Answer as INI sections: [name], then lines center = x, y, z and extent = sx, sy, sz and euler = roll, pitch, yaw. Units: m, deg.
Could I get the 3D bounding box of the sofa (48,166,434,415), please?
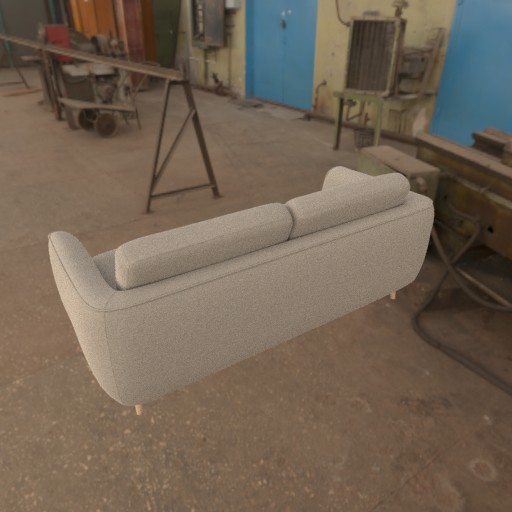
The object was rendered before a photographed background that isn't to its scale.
[sofa]
center = 0.000, 0.000, 2.460
extent = 2.000, 0.850, 0.920
euler = -18, 34, -28
